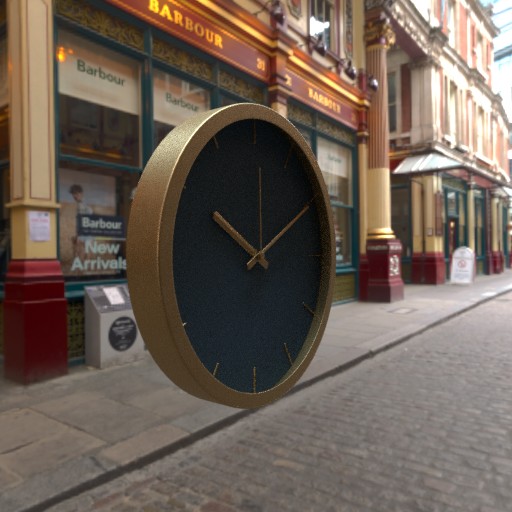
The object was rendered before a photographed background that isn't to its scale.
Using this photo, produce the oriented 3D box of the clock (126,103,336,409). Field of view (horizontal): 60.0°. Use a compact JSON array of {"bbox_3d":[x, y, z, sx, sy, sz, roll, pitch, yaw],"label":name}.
[{"bbox_3d":[0.000,0.000,0.482,0.040,0.314,0.314,0,0,36],"label":"clock"}]
